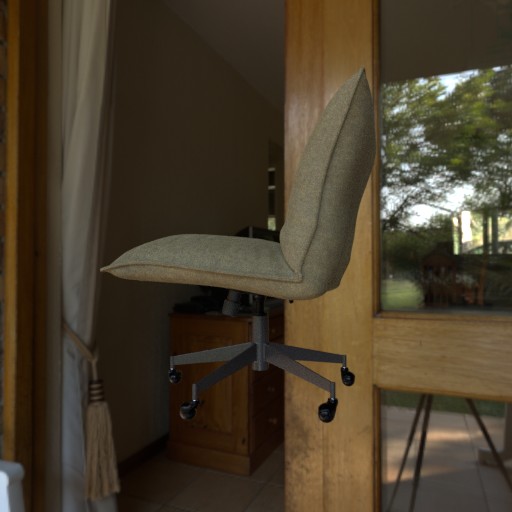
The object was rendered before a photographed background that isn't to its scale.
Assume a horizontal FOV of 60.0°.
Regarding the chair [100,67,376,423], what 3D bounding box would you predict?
[{"bbox_3d":[0.000,0.000,1.325,0.696,0.811,0.597,0,-1,17],"label":"chair"}]
